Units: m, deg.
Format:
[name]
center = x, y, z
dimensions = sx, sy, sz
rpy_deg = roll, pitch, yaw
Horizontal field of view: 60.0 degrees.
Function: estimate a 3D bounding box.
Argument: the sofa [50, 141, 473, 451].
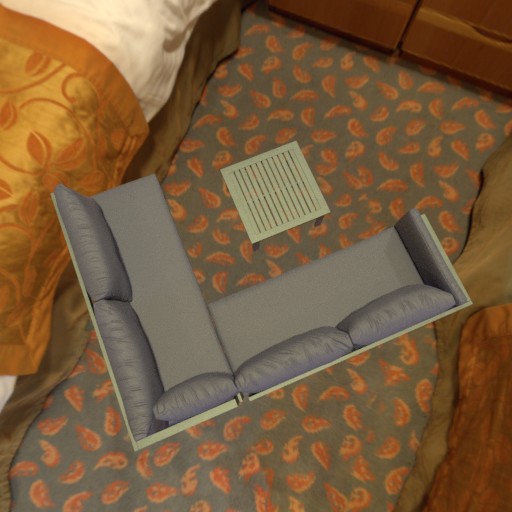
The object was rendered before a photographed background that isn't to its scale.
[sofa]
center = 0.000, 0.000, 2.979
dimensions = 2.149, 0.762, 1.658
rpy_deg = -22, 77, -5
